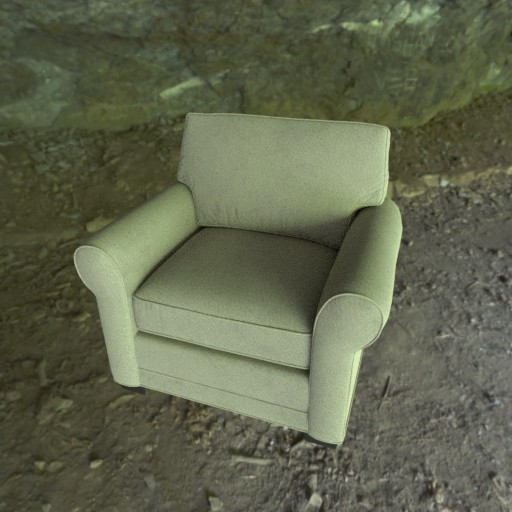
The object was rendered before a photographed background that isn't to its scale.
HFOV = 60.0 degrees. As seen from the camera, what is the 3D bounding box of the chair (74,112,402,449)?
[{"bbox_3d":[0.000,0.000,1.899,1.147,1.044,0.939,9,30,17],"label":"chair"}]
